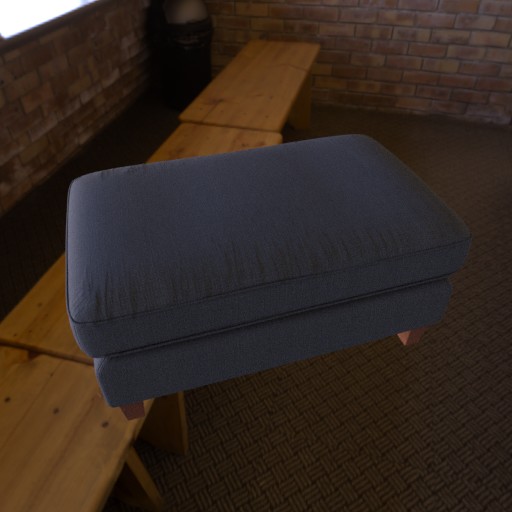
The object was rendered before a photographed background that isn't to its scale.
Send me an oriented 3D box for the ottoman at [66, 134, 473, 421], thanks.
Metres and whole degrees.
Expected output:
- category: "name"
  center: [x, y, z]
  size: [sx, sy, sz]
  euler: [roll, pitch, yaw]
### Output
- category: "ottoman"
  center: [0.000, 0.000, 1.194]
  size: [0.885, 0.438, 0.570]
  euler: [-12, 43, -13]
